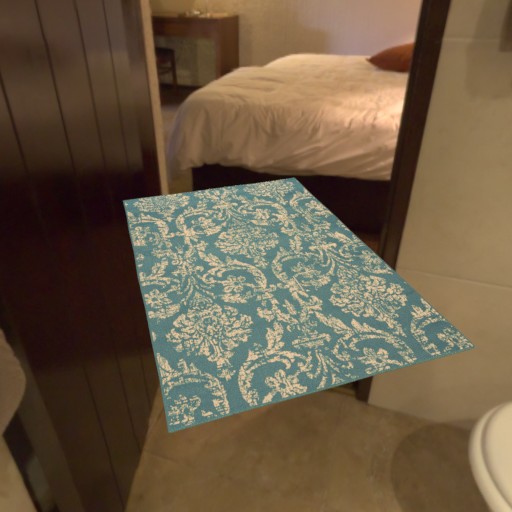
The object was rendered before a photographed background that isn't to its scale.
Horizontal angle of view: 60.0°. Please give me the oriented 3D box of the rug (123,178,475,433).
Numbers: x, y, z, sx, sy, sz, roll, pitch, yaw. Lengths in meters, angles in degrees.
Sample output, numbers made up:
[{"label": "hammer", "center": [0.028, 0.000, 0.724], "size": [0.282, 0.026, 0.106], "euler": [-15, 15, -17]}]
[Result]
[{"label": "rug", "center": [0.000, 0.000, 2.317], "size": [1.211, 0.012, 1.833], "euler": [-10, 34, -16]}]
